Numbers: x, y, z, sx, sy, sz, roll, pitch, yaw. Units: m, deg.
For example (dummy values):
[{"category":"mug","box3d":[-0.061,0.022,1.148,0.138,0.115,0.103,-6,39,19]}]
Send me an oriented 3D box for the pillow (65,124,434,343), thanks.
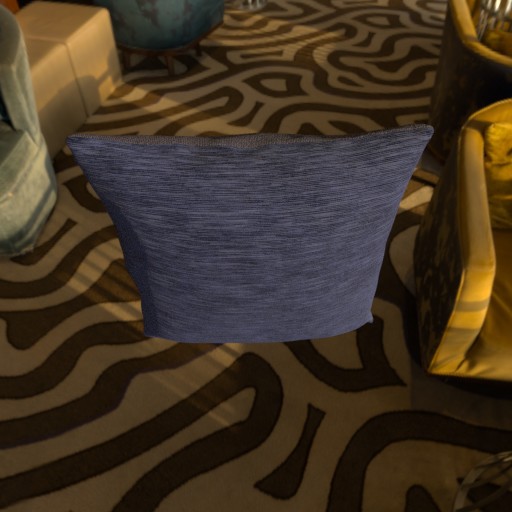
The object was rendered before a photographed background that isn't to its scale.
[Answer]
[{"category":"pillow","box3d":[0.000,0.000,0.692,0.452,0.439,0.204,-2,48,-2]}]
